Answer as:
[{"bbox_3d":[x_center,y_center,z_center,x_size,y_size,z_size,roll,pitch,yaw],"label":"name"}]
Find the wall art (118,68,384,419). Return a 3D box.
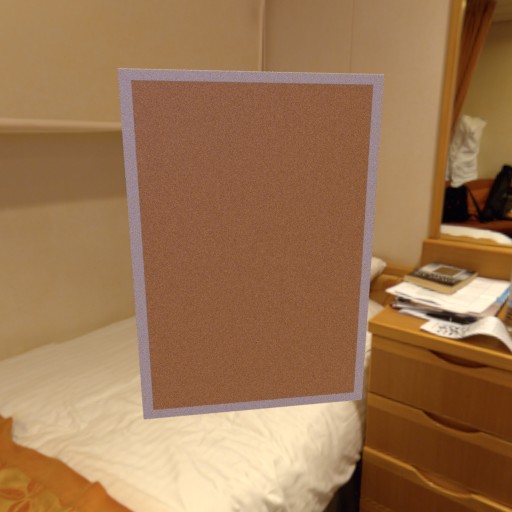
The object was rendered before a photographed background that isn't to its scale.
[{"bbox_3d":[0.000,0.000,0.560,0.303,0.433,0.013,-2,15,-8],"label":"wall art"}]
